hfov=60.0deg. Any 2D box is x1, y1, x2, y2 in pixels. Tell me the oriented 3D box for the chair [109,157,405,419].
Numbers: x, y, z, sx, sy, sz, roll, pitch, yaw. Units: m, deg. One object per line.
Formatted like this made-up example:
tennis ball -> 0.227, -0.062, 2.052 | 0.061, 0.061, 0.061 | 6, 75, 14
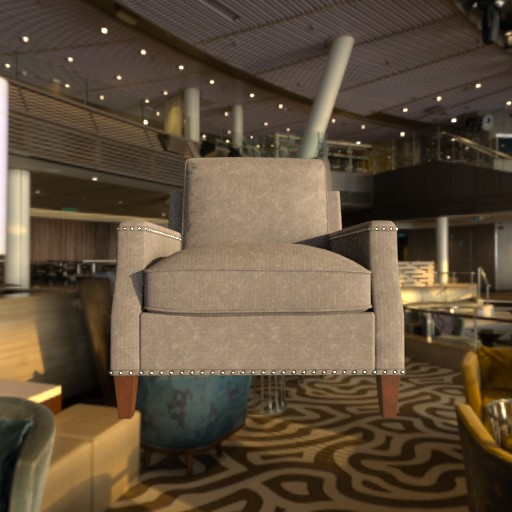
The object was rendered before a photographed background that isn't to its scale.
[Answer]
chair -> 0.000, 0.000, 1.740 | 0.853, 0.948, 1.014 | 0, -1, -1
